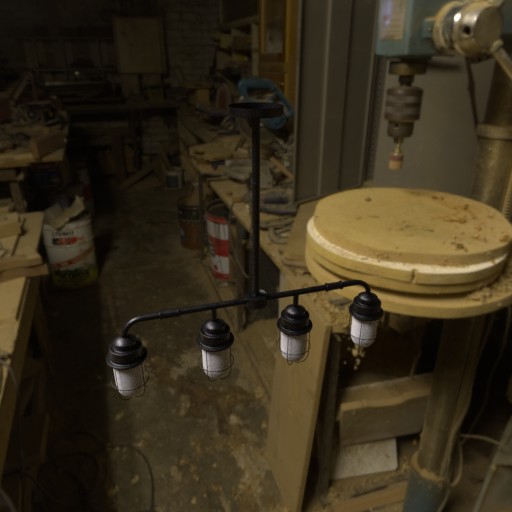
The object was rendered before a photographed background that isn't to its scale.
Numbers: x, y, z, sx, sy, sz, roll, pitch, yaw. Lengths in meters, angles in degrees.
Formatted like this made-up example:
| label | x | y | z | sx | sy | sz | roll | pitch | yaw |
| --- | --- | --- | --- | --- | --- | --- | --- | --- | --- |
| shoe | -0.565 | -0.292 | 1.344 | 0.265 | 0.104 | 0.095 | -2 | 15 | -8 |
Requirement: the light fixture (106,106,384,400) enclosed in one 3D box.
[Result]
| label | x | y | z | sx | sy | sz | roll | pitch | yaw |
| --- | --- | --- | --- | --- | --- | --- | --- | --- | --- |
| light fixture | 0.000 | 0.000 | 1.213 | 0.852 | 0.785 | 0.131 | -8 | 26 | -16 |
